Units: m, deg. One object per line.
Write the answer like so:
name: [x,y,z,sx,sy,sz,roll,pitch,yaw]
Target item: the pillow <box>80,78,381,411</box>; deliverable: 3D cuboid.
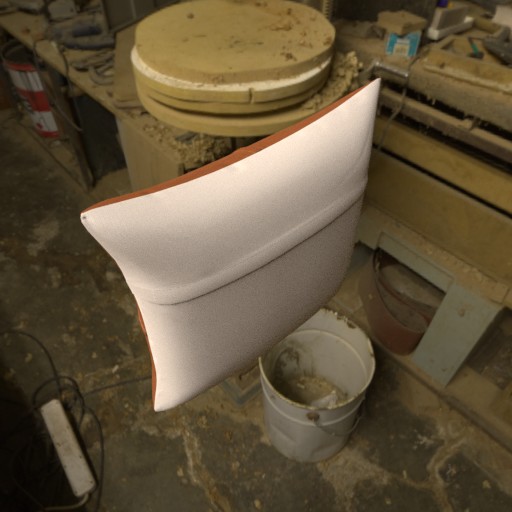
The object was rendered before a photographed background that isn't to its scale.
pillow: [0.000,0.000,0.751,0.501,0.477,0.192,-32,54,-27]
